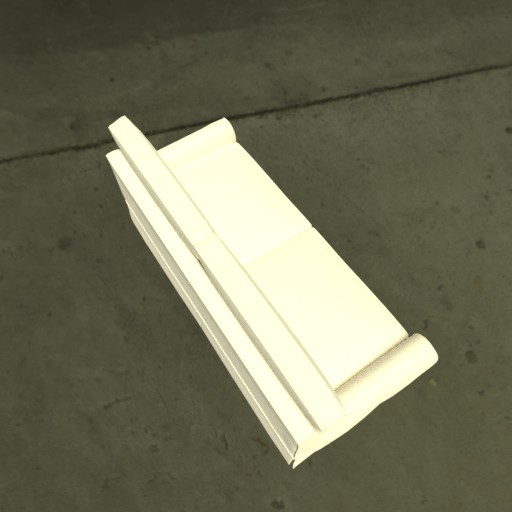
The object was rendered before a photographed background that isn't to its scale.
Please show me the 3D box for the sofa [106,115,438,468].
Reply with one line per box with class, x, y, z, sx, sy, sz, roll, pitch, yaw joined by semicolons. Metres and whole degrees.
sofa;0.000;0.000;2.512;0.862;0.937;2.021;-30;63;-17
